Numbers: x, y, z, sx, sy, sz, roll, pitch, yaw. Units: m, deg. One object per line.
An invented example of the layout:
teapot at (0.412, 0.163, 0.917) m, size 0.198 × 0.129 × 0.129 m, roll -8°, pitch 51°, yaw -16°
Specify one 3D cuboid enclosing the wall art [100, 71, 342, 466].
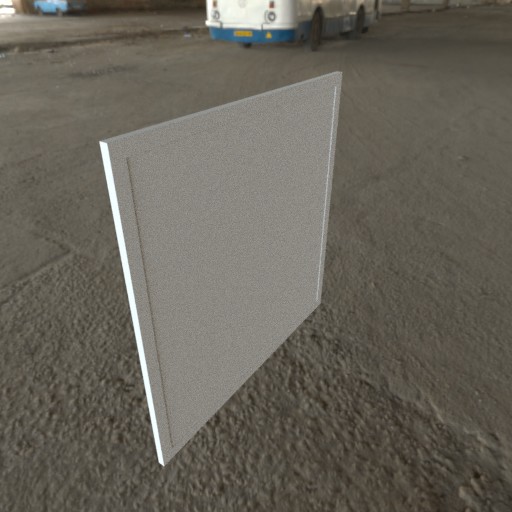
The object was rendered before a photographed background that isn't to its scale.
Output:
wall art at (0.000, 0.000, 0.956) m, size 0.015 × 0.660 × 0.660 m, roll 20°, pitch 37°, yaw 30°
